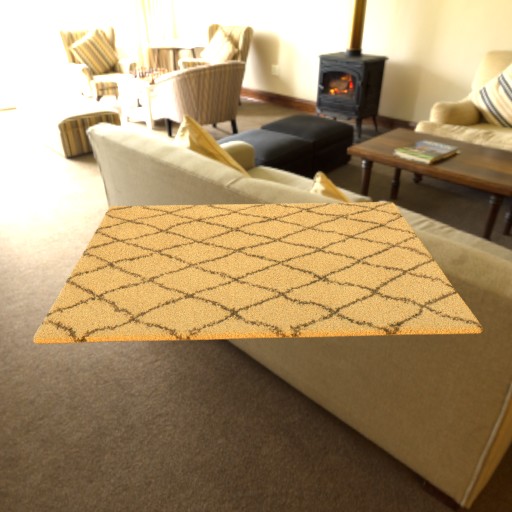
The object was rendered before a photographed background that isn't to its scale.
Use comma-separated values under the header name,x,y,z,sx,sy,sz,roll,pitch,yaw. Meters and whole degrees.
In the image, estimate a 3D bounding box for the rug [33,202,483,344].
name,x,y,z,sx,sy,sz,roll,pitch,yaw
rug,0.000,0.000,2.262,1.778,0.030,1.219,-1,31,-2
